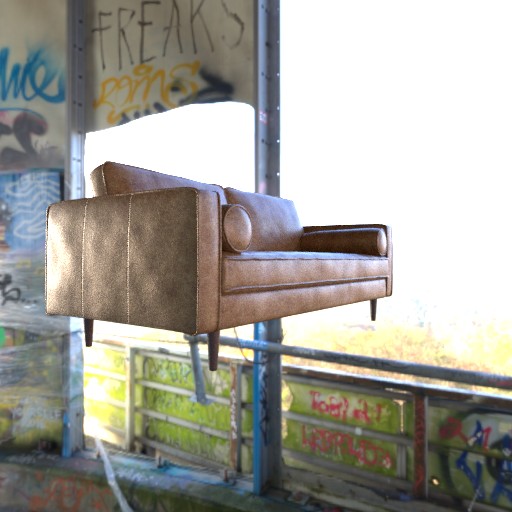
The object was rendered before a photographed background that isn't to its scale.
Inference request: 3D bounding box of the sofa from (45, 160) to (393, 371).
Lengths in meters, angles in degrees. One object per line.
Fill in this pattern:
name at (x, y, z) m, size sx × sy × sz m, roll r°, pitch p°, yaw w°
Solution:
sofa at (0.000, 0.000, 2.425) m, size 0.924 × 0.825 × 1.920 m, roll 0°, pitch -1°, yaw 35°
